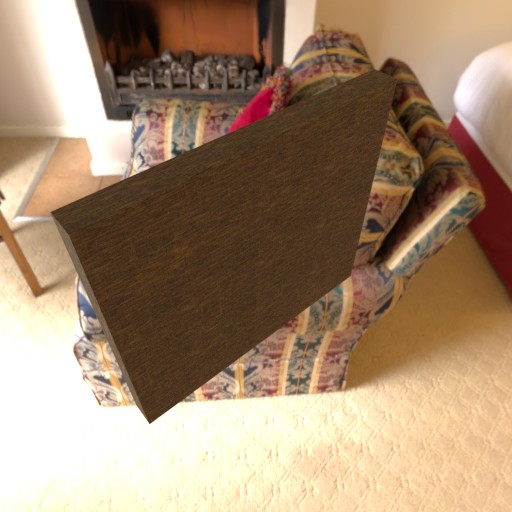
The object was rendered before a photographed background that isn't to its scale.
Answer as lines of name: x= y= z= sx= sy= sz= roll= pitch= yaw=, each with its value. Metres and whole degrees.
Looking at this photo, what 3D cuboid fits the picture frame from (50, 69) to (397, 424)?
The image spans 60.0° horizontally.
picture frame: x=0.000 y=0.000 z=0.529 sx=0.378 sy=0.330 sz=0.033 roll=-32 pitch=54 yaw=-26
